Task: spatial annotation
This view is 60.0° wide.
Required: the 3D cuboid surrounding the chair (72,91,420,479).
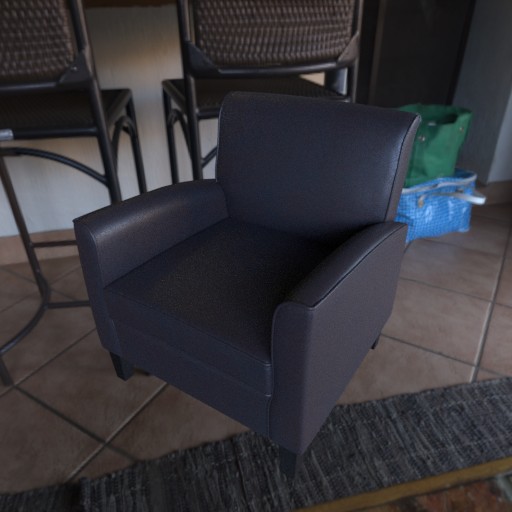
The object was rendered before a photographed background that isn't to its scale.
[{"bbox_3d":[0.000,0.000,1.512,0.820,0.916,0.819,18,35,28],"label":"chair"}]
